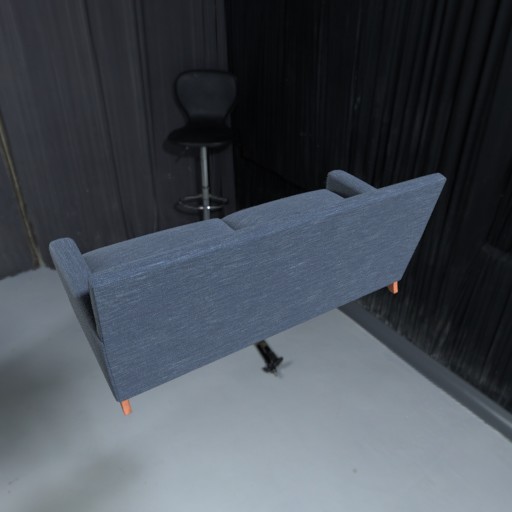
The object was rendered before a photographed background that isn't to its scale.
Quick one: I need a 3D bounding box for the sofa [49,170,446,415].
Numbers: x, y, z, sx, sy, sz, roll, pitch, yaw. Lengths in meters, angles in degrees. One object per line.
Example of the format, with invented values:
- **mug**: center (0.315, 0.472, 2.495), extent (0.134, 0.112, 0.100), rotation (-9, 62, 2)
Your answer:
- **sofa**: center (0.000, 0.000, 2.490), extent (1.976, 0.846, 0.875), rotation (-18, 36, -27)
